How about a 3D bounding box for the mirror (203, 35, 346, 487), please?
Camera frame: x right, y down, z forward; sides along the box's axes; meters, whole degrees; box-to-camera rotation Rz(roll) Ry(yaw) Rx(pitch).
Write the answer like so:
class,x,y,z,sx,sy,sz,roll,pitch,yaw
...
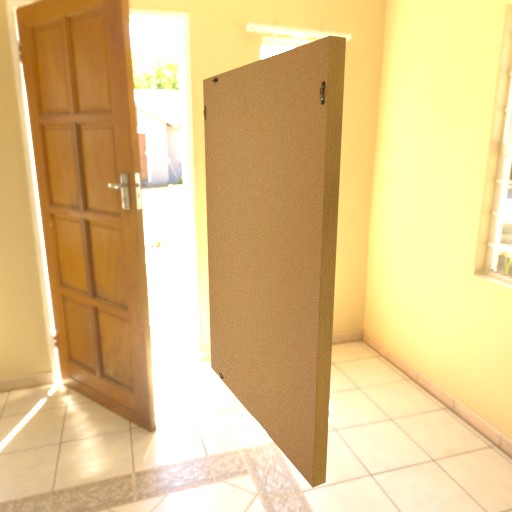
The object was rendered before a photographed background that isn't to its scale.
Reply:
class,x,y,z,sx,sy,sz,roll,pitch,yaw
mirror,0.000,0.000,1.135,0.040,0.915,0.609,-7,16,-26
